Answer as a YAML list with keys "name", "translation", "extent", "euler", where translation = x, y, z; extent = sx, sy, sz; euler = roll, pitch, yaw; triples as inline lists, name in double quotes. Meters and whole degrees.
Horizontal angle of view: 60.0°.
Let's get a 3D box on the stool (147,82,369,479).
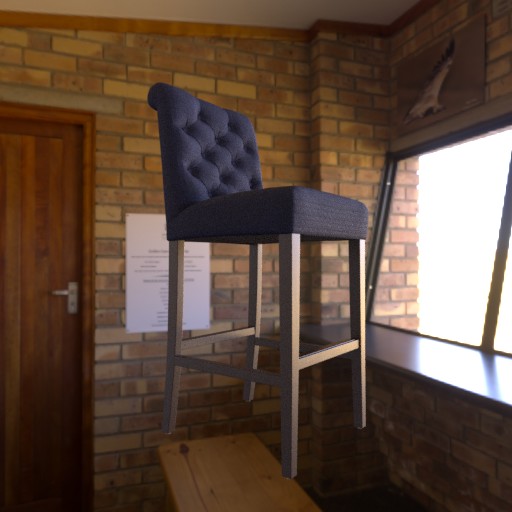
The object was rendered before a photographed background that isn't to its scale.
- name: "stool"
  translation: [0.000, 0.000, 1.474]
  extent: [0.601, 1.140, 0.493]
  euler: [0, -1, 38]
